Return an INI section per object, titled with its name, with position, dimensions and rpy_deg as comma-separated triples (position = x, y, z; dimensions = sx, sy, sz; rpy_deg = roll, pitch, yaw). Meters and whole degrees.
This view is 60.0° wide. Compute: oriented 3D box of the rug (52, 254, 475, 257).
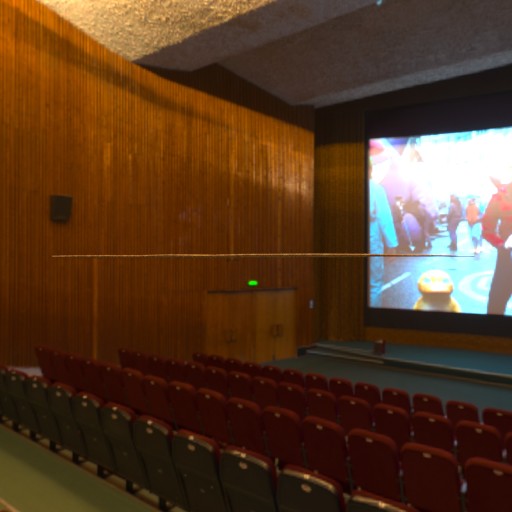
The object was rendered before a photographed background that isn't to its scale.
[rug]
position = 0.000, 0.000, 2.165
dimensions = 1.745, 0.010, 1.146
rpy_deg = 0, 0, 37
